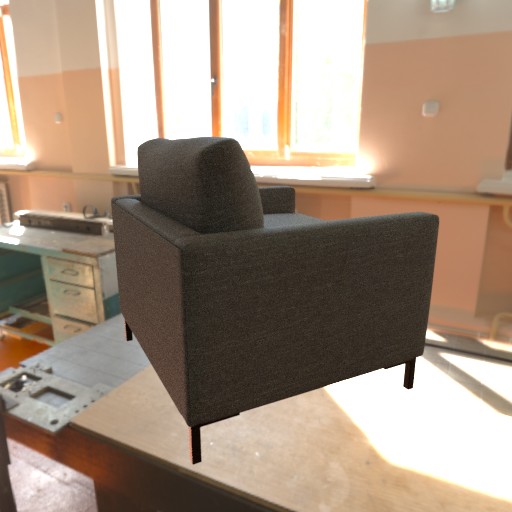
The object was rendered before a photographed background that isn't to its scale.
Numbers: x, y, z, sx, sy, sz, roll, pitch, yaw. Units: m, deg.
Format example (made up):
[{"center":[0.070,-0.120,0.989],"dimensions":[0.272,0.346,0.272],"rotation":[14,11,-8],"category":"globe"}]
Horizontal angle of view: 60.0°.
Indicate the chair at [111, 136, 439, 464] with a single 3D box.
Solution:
[{"center":[0.000,0.000,1.613],"dimensions":[0.845,0.841,0.940],"rotation":[-8,17,-26],"category":"chair"}]
